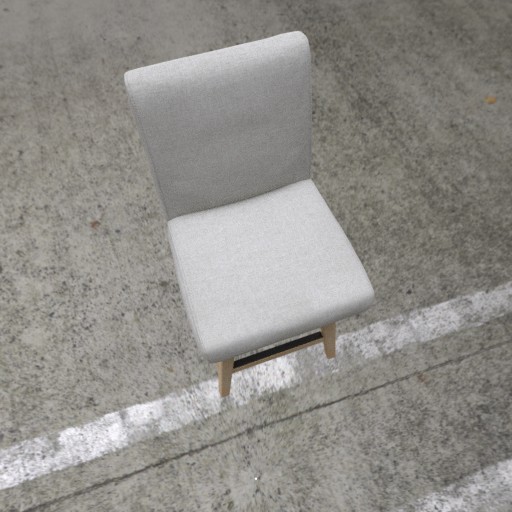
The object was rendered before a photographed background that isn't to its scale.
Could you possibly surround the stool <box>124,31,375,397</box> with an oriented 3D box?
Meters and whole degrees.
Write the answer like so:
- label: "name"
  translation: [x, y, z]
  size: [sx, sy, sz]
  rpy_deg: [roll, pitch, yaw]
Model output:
- label: "stool"
  translation: [0.000, 0.000, 1.397]
  size: [0.507, 1.085, 0.606]
  rpy_deg: [-17, 65, -9]
